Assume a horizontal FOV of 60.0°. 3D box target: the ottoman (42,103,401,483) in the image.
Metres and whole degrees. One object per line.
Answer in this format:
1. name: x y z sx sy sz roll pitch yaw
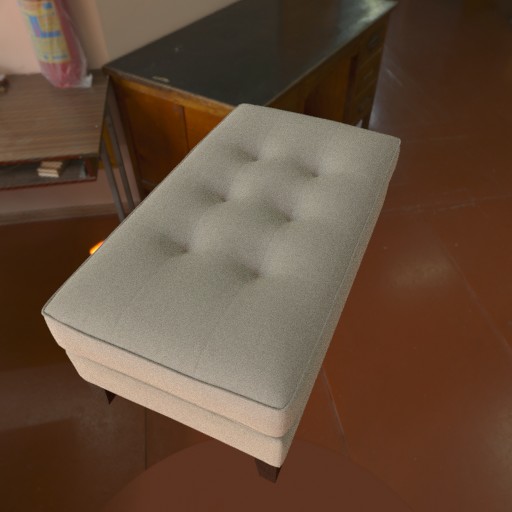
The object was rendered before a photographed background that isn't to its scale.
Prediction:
1. ottoman: 0.000 0.000 1.450 0.648 0.508 1.143 18 49 16
